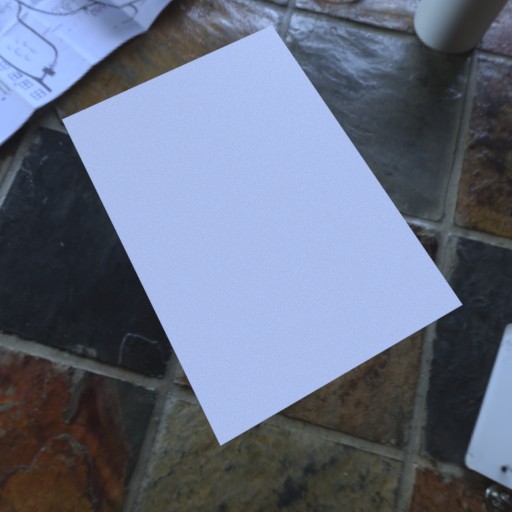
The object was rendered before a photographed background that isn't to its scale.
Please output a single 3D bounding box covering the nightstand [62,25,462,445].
[{"bbox_3d":[0.000,0.000,0.757,0.325,0.460,0.441,-28,76,-8],"label":"nightstand"}]
